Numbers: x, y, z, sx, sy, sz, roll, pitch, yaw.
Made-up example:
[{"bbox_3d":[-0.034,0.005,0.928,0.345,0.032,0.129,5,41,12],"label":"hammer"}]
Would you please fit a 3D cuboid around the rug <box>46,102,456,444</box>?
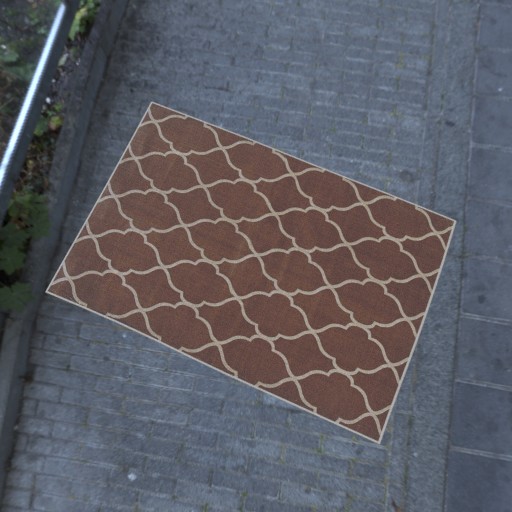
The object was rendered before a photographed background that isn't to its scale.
[{"bbox_3d":[0.000,0.000,2.909,2.294,0.014,1.528,23,77,6],"label":"rug"}]
